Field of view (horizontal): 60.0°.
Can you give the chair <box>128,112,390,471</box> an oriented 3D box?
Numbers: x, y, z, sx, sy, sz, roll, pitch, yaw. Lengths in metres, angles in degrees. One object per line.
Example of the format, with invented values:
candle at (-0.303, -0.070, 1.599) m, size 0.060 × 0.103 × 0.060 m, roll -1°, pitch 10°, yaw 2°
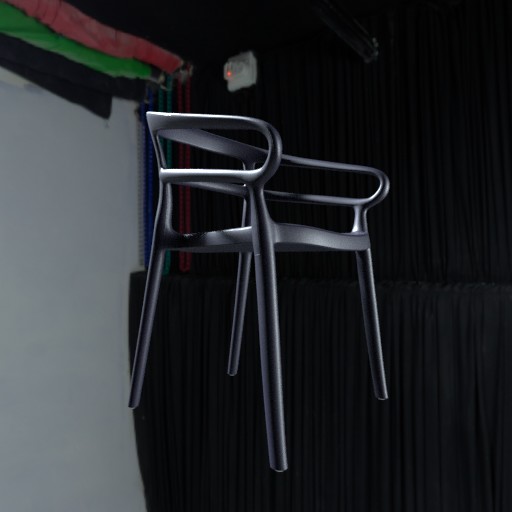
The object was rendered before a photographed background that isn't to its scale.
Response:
chair at (0.000, 0.000, 1.126) m, size 0.527 × 0.761 × 0.559 m, roll 0°, pitch 0°, yaw 37°
